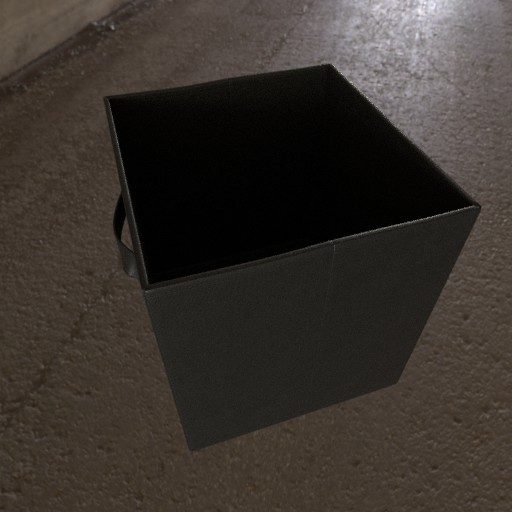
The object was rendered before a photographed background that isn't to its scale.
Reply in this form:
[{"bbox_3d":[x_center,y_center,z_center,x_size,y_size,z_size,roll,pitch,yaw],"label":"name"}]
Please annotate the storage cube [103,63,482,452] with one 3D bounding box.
[{"bbox_3d":[0.000,0.000,0.486,0.270,0.280,0.270,-14,48,-13],"label":"storage cube"}]
